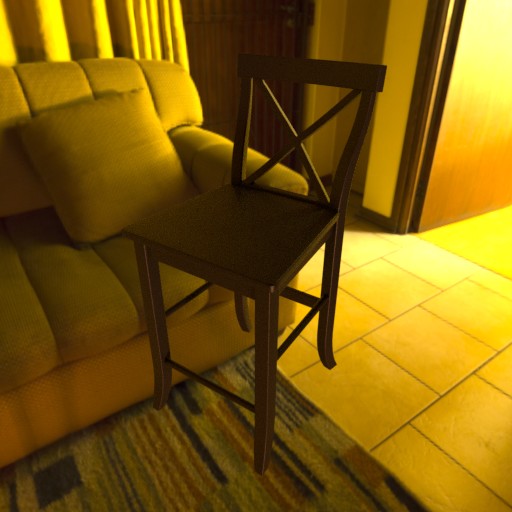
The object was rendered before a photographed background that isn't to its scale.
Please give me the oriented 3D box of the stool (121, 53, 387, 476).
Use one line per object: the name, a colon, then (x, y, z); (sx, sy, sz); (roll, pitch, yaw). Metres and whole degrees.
stool: (0.000, 0.000, 1.261); (0.452, 0.989, 0.559); (19, 36, 29)
